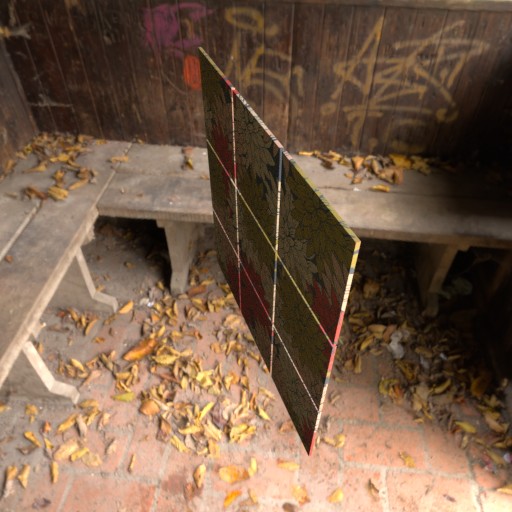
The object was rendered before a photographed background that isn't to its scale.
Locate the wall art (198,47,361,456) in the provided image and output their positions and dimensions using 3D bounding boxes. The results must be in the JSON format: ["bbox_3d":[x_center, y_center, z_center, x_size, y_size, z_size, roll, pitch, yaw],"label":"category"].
[{"bbox_3d":[0.000,0.000,1.792,0.013,1.218,1.206,-16,47,-15],"label":"wall art"}]
